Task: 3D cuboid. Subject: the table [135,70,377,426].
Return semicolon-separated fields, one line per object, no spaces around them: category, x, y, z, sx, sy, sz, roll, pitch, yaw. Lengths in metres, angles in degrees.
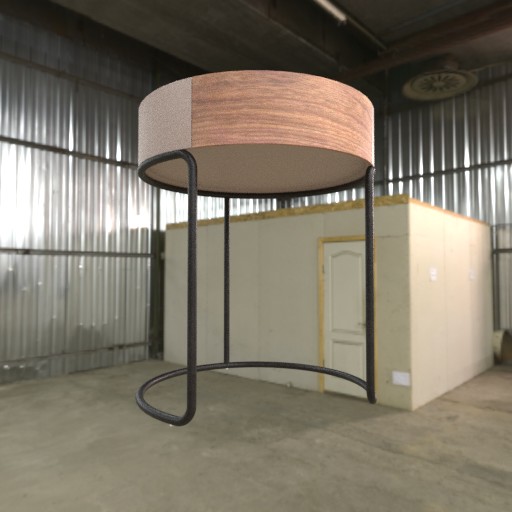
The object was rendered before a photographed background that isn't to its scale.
table;0.000;0.000;0.864;0.450;0.530;0.450;0;-2;0
